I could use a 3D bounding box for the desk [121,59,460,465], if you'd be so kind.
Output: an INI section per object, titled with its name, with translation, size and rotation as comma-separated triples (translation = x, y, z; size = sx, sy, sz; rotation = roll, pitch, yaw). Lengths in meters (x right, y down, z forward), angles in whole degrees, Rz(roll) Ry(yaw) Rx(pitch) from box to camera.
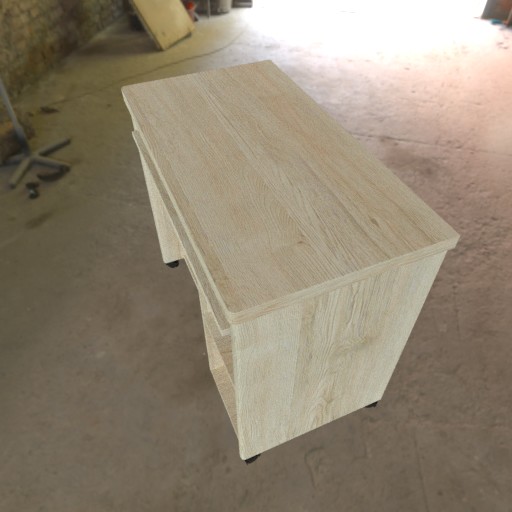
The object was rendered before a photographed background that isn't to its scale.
[desk]
translation = 0.000, 0.000, 1.350
size = 0.480, 0.770, 0.885
rotation = -17, 49, -16
